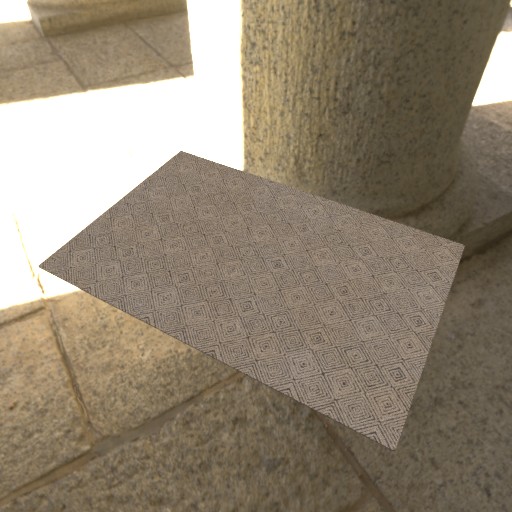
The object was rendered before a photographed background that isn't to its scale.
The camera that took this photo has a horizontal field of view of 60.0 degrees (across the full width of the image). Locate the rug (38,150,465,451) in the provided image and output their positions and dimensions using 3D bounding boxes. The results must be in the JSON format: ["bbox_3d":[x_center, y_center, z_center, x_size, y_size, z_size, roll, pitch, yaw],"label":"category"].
[{"bbox_3d":[0.000,0.000,2.210,1.783,0.008,1.175,22,50,20],"label":"rug"}]
